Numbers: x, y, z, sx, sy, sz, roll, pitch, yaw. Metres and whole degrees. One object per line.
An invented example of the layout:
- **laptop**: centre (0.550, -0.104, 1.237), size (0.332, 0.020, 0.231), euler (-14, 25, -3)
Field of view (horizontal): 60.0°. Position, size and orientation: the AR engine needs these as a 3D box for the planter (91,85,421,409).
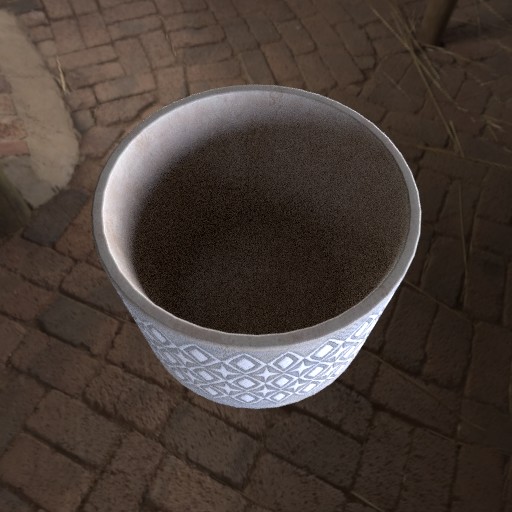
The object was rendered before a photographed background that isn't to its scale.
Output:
- **planter**: centre (0.000, 0.000, 0.278), size (0.164, 0.127, 0.164), euler (0, 59, 0)
